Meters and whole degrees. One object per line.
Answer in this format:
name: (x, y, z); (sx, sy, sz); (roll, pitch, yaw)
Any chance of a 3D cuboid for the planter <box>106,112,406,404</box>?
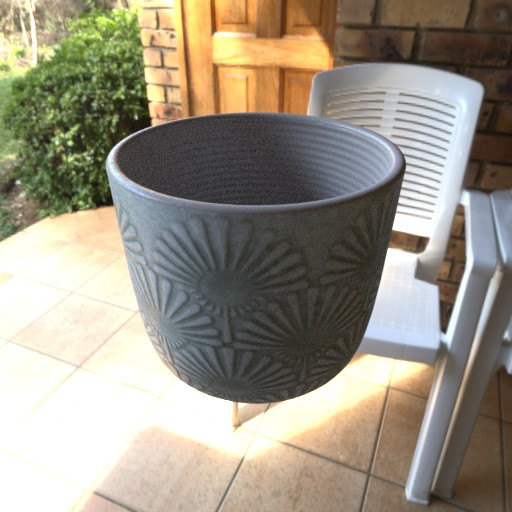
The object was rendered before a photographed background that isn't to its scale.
planter: (0.000, 0.000, 0.218); (0.124, 0.109, 0.124); (0, 32, 0)
